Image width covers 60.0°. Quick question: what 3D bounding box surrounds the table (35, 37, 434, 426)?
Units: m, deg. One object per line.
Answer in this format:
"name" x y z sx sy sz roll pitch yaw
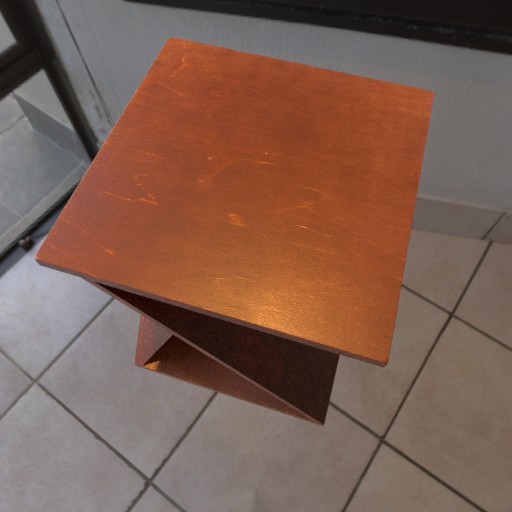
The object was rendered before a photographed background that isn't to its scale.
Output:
"table" 0.000 0.000 0.827 0.427 0.520 0.427 15 63 8
